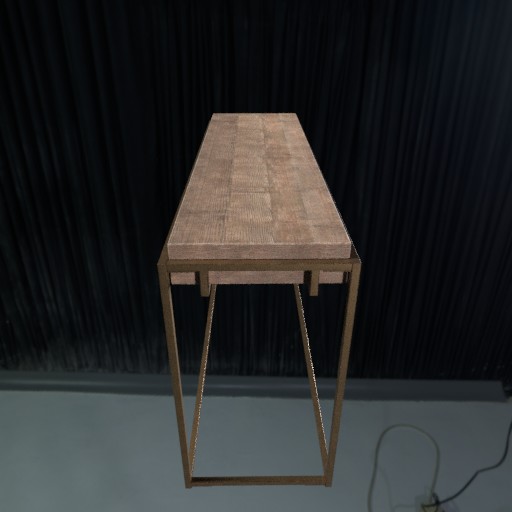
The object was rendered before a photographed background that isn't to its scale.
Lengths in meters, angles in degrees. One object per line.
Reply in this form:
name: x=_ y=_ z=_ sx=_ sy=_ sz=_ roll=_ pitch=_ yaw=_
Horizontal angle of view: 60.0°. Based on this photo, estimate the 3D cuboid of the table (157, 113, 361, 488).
table: x=0.000 y=0.000 z=1.747 sx=0.440 sy=0.820 sz=1.400 roll=0 pitch=29 yaw=-1
